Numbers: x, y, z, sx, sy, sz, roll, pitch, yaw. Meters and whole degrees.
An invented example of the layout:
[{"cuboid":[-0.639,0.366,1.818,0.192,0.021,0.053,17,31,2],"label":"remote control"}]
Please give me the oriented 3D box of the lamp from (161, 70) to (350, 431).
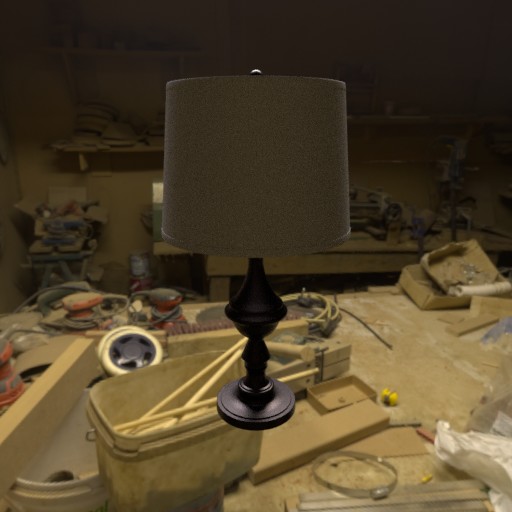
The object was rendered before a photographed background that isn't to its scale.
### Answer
[{"cuboid":[0.000,0.000,0.932,0.383,0.726,0.383,0,17,0],"label":"lamp"}]
